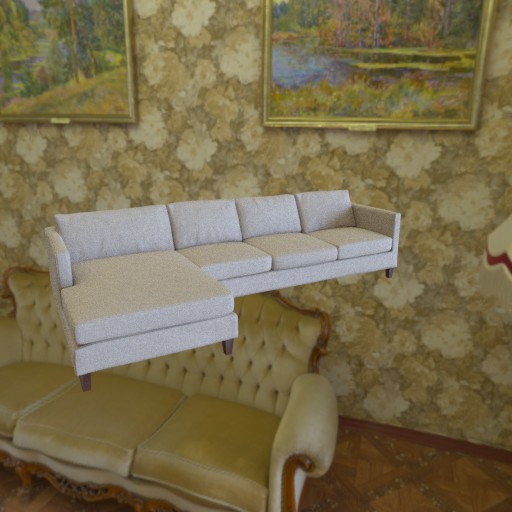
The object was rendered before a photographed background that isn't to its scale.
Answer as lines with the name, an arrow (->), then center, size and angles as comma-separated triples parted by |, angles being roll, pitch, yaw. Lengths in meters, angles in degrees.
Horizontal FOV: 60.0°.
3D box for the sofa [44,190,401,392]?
sofa -> 0.000, 0.000, 3.831 | 3.186, 0.846, 1.625 | -8, 18, -27
